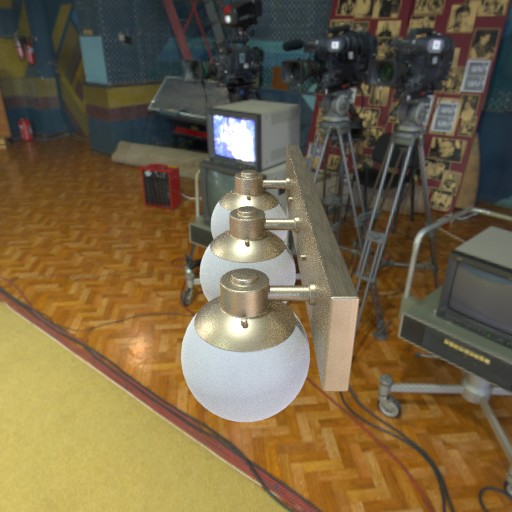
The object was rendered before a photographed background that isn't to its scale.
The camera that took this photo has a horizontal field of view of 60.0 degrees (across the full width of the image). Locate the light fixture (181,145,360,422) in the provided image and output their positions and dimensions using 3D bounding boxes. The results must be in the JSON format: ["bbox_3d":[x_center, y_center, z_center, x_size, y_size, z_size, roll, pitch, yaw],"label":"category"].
[{"bbox_3d":[0.000,0.000,0.849,0.218,0.263,0.721,0,27,0],"label":"light fixture"}]
